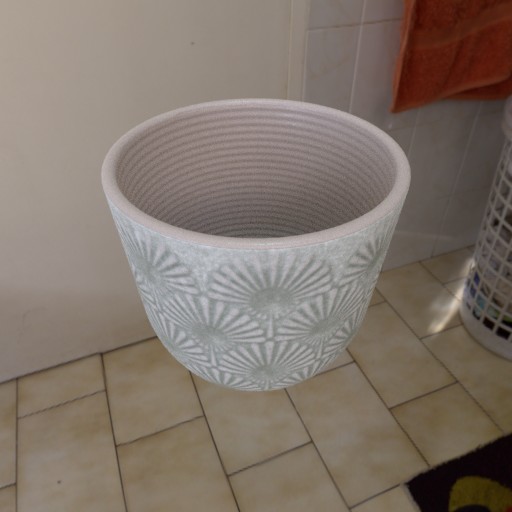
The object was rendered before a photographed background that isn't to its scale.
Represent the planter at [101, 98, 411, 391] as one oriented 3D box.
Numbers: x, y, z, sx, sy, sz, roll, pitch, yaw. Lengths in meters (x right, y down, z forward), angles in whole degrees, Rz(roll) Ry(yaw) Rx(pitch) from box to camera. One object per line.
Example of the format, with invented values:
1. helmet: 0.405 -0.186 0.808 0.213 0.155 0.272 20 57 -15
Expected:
1. planter: 0.000 0.000 0.298 0.170 0.152 0.170 0 40 0
